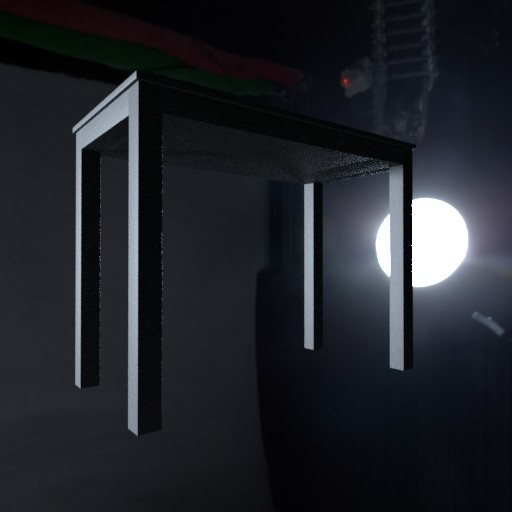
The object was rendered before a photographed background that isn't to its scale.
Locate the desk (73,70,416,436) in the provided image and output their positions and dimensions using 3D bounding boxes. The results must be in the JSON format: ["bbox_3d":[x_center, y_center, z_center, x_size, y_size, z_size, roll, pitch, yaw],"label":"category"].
[{"bbox_3d":[0.000,0.000,1.413,0.991,0.762,0.499,0,-1,-37],"label":"desk"}]
